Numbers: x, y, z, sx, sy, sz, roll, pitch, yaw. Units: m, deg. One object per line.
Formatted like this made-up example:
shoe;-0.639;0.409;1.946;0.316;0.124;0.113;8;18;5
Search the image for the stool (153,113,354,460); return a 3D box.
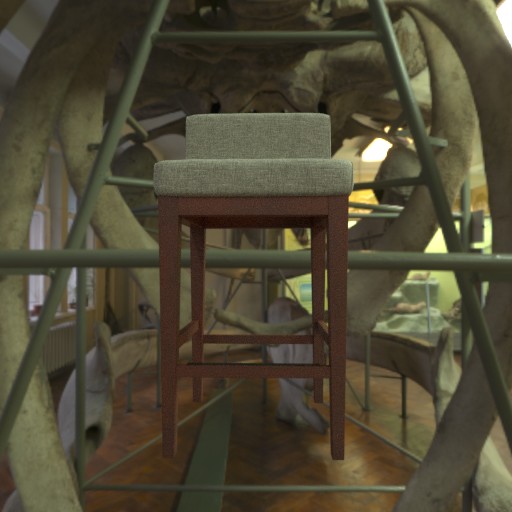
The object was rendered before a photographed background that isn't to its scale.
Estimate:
stool;0.000;0.000;1.114;0.417;0.835;0.459;0;-1;2
